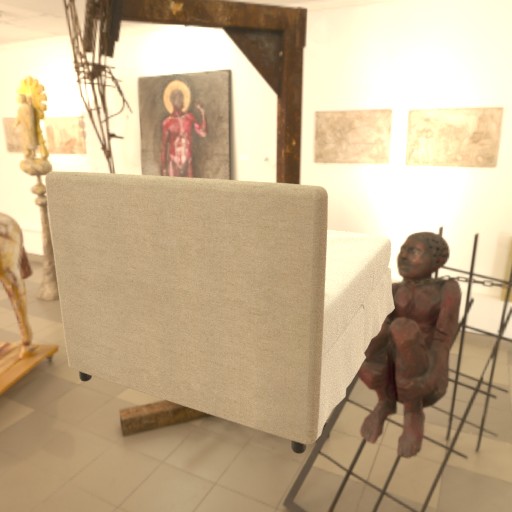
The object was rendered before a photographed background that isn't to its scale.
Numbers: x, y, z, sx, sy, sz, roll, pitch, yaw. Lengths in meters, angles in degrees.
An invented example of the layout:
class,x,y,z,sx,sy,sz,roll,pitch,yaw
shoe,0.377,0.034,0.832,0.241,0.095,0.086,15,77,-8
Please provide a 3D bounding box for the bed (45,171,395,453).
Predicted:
class,x,y,z,sx,sy,sz,roll,pitch,yaw
bed,0.000,0.000,3.236,1.713,1.330,2.162,8,18,26
